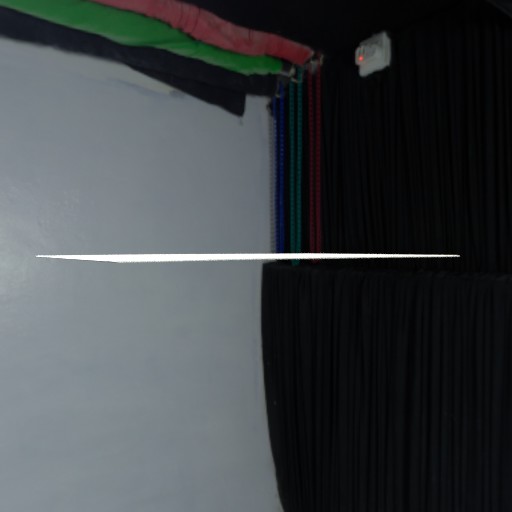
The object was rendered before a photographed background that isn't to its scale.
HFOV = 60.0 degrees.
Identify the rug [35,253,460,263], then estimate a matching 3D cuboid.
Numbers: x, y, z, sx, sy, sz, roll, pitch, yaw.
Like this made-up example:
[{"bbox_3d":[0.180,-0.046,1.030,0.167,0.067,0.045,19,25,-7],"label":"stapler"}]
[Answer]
[{"bbox_3d":[0.000,0.000,2.981,2.435,0.012,1.529,-1,1,-37],"label":"rug"}]
